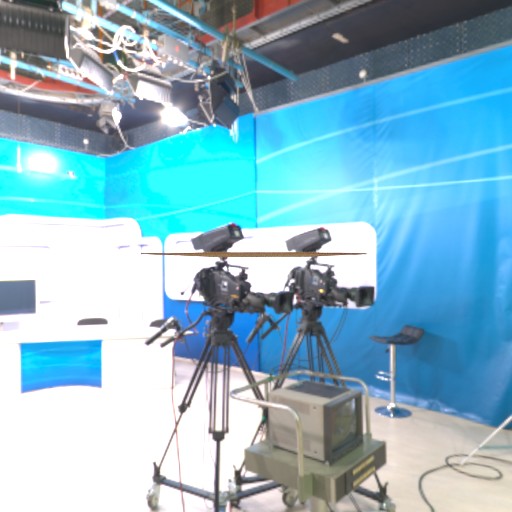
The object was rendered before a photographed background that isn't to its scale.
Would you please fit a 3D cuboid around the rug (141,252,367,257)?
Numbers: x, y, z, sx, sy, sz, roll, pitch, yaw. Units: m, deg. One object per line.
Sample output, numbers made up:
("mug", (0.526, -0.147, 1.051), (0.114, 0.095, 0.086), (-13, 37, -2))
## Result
("rug", (0.000, 0.000, 2.769), (0.799, 0.010, 2.444), (0, 0, 0))
